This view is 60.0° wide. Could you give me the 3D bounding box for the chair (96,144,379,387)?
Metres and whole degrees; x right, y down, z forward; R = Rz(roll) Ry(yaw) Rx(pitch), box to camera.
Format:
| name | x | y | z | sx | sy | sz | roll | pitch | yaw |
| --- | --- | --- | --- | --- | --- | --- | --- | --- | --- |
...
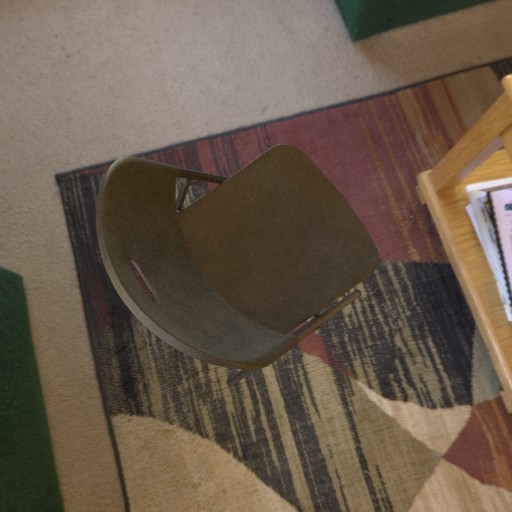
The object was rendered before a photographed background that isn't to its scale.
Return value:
| name | x | y | z | sx | sy | sz | roll | pitch | yaw |
| --- | --- | --- | --- | --- | --- | --- | --- | --- | --- |
| chair | 0.000 | 0.000 | 1.170 | 0.566 | 0.810 | 0.494 | -34 | 79 | -8 |
